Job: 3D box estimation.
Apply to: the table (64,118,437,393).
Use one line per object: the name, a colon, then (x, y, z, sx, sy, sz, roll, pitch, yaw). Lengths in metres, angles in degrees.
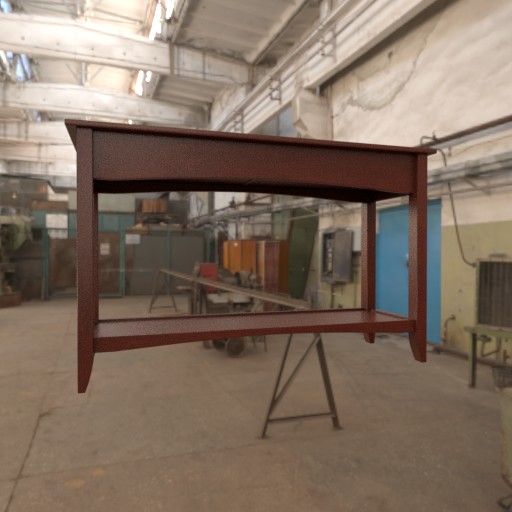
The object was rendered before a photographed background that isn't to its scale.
table: (0.000, 0.000, 1.543, 1.188, 0.739, 0.392, 0, 1, -17)
